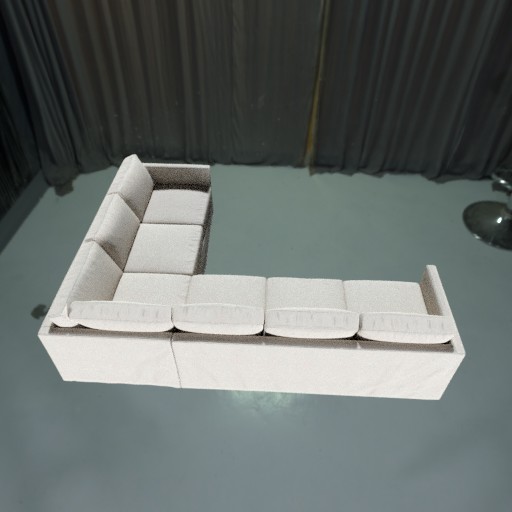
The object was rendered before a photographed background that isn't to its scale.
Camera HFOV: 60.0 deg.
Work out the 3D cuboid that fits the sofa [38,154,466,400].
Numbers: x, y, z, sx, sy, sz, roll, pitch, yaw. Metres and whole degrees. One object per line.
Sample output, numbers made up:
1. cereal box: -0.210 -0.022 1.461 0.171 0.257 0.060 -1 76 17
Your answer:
1. sofa: 0.000 0.000 4.297 3.182 0.871 2.432 2 44 2
